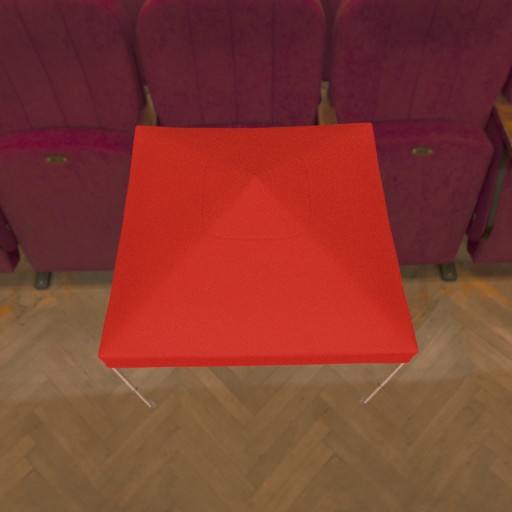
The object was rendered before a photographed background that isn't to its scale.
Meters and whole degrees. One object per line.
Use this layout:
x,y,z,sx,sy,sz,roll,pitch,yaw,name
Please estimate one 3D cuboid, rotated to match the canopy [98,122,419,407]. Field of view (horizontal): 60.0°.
0.000,0.000,5.477,2.998,2.997,2.996,-1,60,0,canopy
